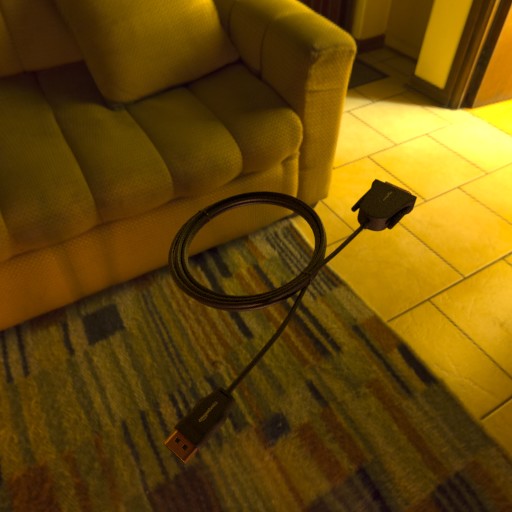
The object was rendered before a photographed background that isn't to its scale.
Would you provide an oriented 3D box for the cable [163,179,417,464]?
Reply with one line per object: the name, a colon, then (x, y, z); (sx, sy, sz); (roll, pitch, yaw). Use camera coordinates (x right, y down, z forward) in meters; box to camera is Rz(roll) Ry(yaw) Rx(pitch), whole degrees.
cable: (0.000, 0.000, 0.339); (0.136, 0.015, 0.281); (31, 54, 26)
